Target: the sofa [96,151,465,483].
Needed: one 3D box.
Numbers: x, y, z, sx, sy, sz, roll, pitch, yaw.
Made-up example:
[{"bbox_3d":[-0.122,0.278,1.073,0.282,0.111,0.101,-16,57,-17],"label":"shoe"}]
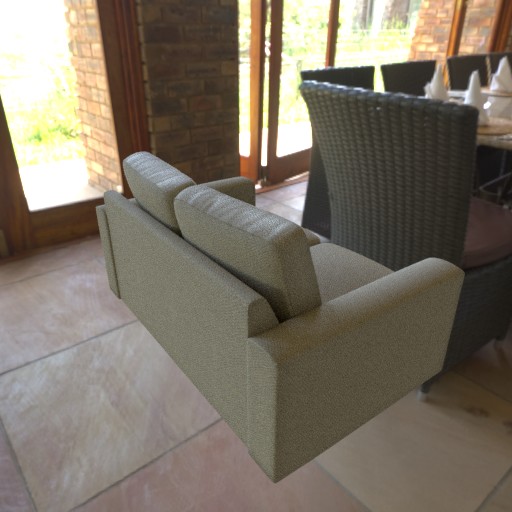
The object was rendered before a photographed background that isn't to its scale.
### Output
[{"bbox_3d":[0.000,0.000,2.175,1.016,0.873,1.616,-18,32,-32],"label":"sofa"}]
